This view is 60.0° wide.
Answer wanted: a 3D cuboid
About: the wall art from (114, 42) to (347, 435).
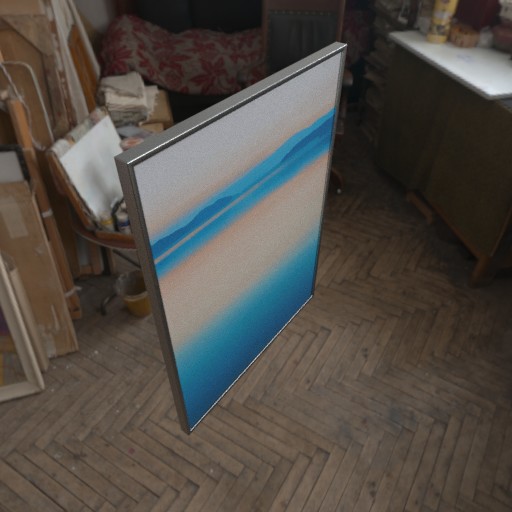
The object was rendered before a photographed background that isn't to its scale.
[{"bbox_3d":[0.000,0.000,1.387,0.037,1.062,0.801,28,50,26],"label":"wall art"}]
